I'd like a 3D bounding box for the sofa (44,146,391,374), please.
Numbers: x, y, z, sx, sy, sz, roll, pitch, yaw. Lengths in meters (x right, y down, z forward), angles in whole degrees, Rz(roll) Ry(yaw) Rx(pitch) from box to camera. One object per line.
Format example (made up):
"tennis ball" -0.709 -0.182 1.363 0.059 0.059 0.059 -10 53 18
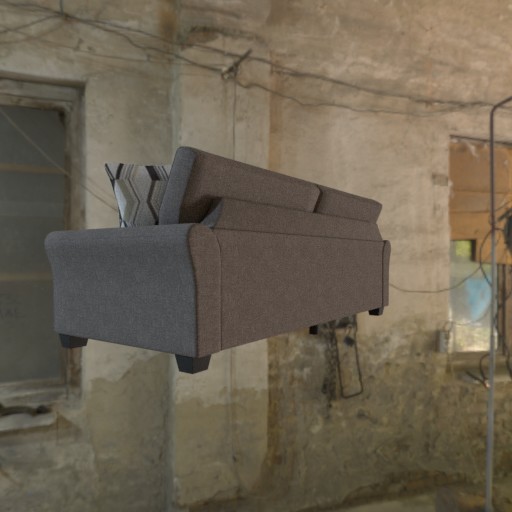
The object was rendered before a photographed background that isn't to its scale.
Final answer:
"sofa" 0.000 0.000 2.527 0.889 0.813 2.032 0 0 35
